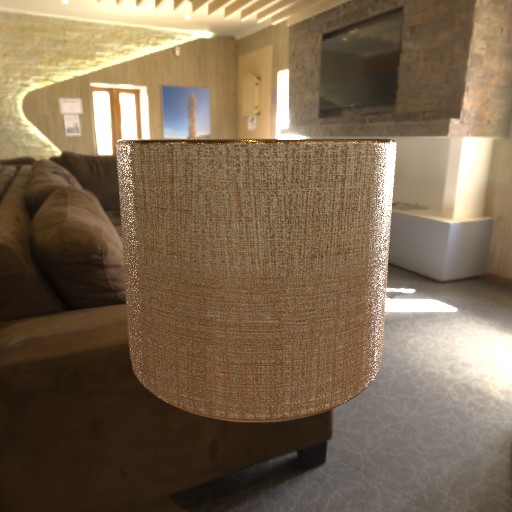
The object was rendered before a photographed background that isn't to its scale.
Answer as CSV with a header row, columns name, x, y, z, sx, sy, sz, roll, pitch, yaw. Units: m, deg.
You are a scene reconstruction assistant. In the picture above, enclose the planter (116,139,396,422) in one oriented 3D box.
name,x,y,z,sx,sy,sz,roll,pitch,yaw
planter,0.000,0.000,0.307,0.177,0.157,0.177,0,15,0
